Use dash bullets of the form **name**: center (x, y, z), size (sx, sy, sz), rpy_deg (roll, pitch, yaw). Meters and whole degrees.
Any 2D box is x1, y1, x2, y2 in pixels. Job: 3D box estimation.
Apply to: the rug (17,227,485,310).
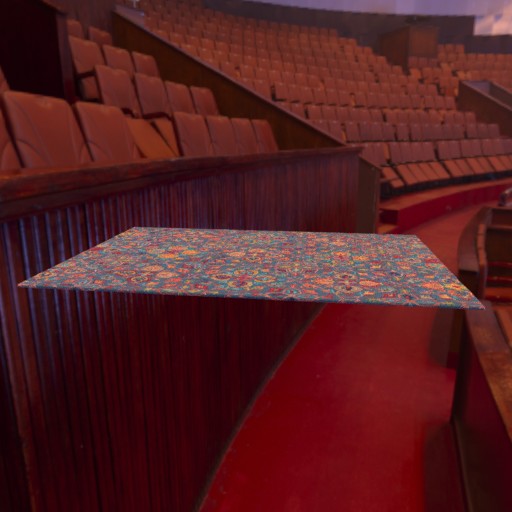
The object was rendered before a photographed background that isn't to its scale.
- **rug**: center (0.000, 0.000, 2.293), size (1.836, 0.014, 1.216), rpy_deg (2, 15, 8)
